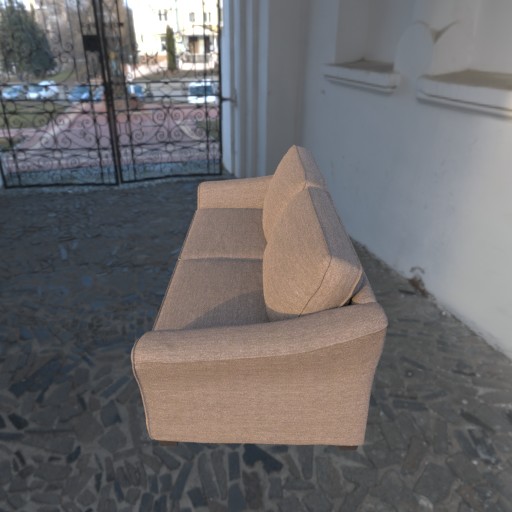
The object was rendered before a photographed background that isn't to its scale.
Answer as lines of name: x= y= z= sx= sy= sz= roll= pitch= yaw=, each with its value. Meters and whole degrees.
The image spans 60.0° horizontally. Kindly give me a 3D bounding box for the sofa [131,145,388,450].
sofa: x=0.000 y=0.000 z=2.698 sx=0.980 sy=0.965 sz=2.270 roll=0 pitch=27 yaw=0
